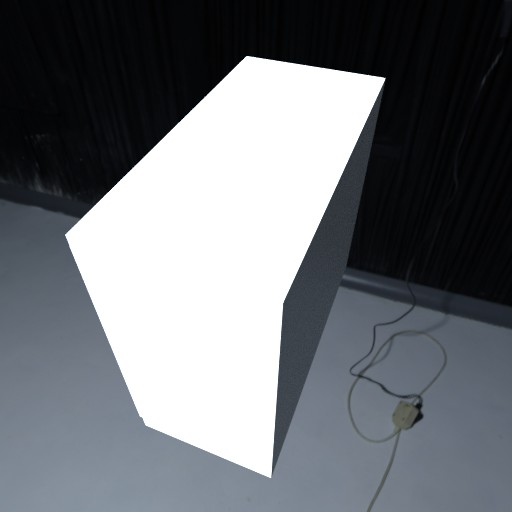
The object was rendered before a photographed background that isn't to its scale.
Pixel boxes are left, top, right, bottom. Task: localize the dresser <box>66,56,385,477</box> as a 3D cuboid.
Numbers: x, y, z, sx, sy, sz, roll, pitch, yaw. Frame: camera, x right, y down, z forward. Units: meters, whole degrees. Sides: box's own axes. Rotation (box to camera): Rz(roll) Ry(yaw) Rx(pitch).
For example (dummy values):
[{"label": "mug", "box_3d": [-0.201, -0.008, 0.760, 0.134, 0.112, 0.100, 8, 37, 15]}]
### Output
[{"label": "dresser", "box_3d": [0.000, 0.000, 1.240, 0.420, 0.740, 0.830, 16, 47, 15]}]
